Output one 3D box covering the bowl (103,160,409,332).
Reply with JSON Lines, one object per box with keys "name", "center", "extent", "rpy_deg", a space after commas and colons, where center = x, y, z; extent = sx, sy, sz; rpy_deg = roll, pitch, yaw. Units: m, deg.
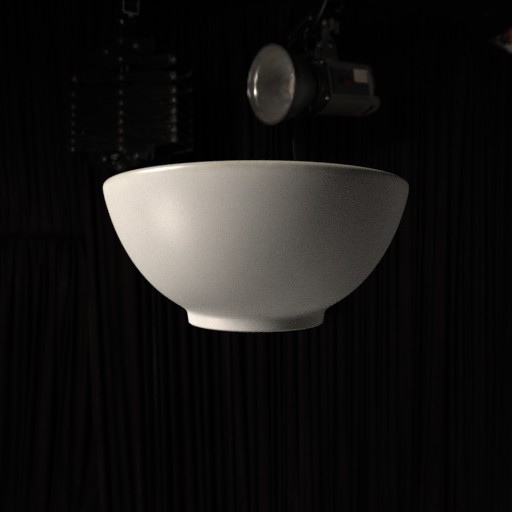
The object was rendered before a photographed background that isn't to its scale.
{"name": "bowl", "center": [0.000, 0.000, 0.411], "extent": [0.268, 0.121, 0.268], "rpy_deg": [0, 0, 0]}
